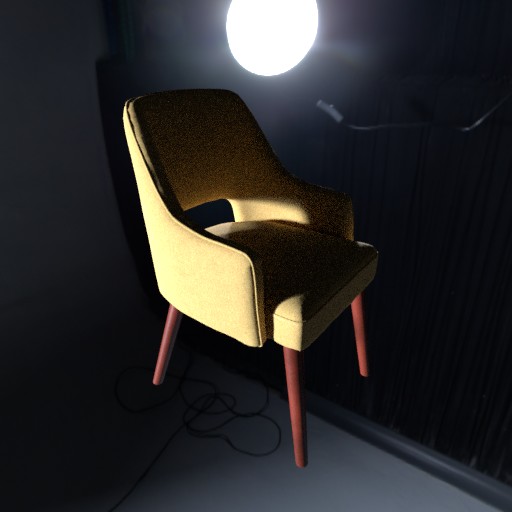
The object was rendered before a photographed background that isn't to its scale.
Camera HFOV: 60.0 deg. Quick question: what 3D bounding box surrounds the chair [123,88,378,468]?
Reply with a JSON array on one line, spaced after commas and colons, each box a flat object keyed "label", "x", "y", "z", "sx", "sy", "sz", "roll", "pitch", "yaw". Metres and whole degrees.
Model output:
[{"label": "chair", "x": 0.000, "y": 0.000, "z": 1.249, "sx": 0.605, "sy": 0.849, "sz": 0.548, "roll": 17, "pitch": 30, "yaw": 31}]
